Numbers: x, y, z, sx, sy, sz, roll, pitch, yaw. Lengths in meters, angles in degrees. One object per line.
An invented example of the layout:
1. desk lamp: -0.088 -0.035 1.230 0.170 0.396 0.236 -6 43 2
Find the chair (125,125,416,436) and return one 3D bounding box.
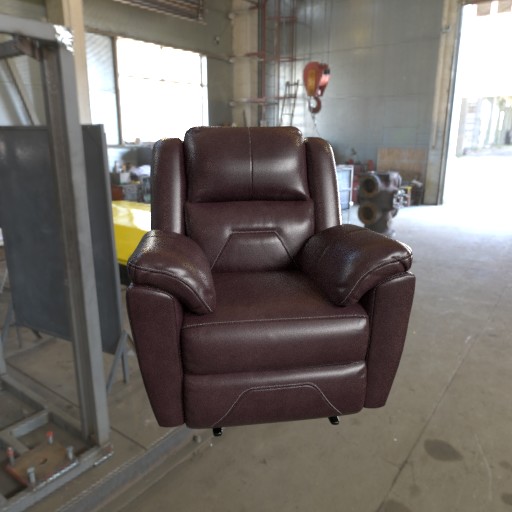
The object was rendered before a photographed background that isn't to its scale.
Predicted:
1. chair: 0.000 0.000 1.909 0.990 1.093 1.041 -2 15 -8
